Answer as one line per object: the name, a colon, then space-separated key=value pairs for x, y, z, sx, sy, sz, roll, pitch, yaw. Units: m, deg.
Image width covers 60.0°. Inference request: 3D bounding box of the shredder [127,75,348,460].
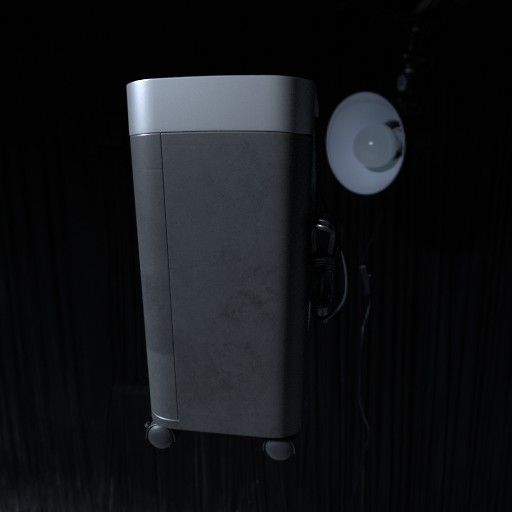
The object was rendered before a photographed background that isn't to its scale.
shredder: x=0.000 y=0.000 z=0.610 sx=0.237 sy=0.419 sz=0.311 roll=2 pitch=13 yaw=8
